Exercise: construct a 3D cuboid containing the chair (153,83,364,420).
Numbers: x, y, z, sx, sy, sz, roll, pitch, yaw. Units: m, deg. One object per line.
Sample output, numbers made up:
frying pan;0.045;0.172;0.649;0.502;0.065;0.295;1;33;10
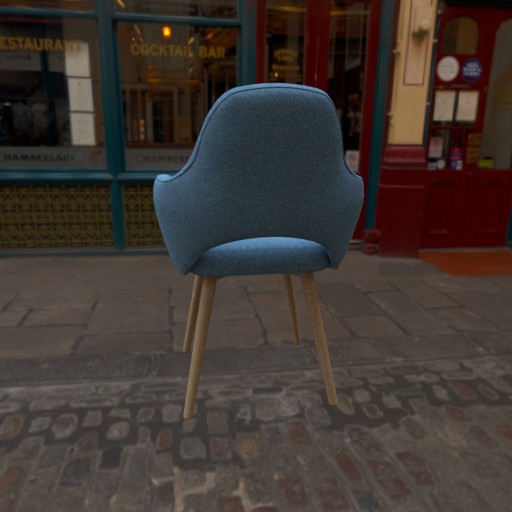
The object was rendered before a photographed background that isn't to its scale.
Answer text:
chair;0.000;0.000;1.365;0.589;0.920;0.666;-2;14;-9
